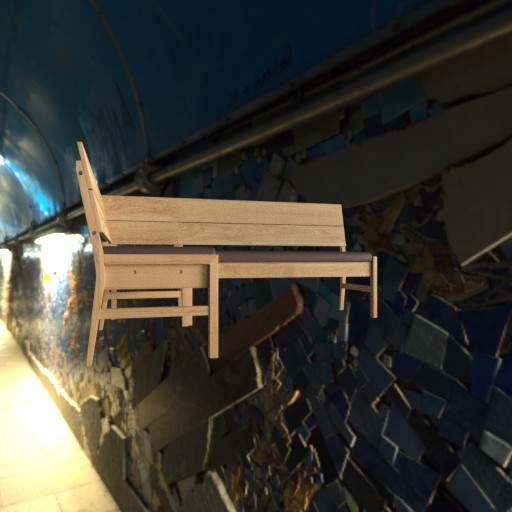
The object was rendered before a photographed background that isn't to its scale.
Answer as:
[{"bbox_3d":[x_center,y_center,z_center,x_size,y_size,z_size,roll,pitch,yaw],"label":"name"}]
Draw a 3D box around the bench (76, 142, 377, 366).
[{"bbox_3d":[0.000,0.000,2.774,1.975,0.890,1.549,0,0,-18],"label":"bench"}]
